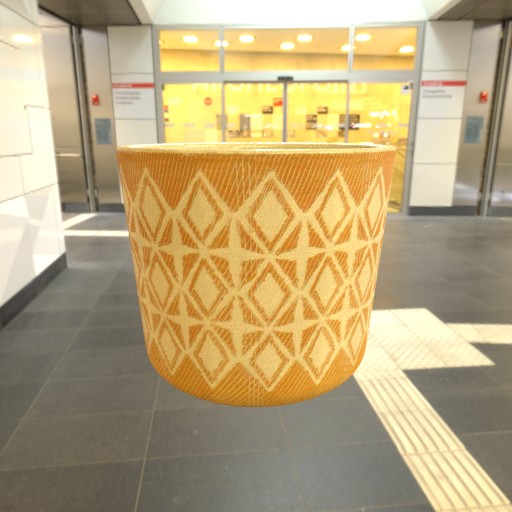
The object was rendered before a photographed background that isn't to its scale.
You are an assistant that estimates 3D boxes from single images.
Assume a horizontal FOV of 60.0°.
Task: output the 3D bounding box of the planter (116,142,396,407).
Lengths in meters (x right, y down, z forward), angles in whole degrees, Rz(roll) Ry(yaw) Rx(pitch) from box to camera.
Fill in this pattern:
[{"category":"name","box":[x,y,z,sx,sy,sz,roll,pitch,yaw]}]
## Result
[{"category":"planter","box":[0.000,0.000,0.340,0.193,0.165,0.193,0,15,0]}]
